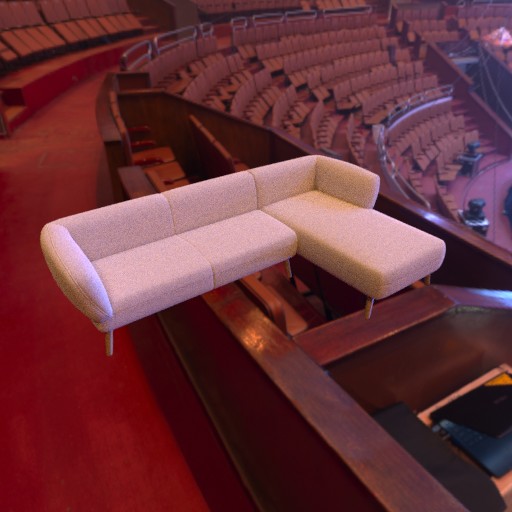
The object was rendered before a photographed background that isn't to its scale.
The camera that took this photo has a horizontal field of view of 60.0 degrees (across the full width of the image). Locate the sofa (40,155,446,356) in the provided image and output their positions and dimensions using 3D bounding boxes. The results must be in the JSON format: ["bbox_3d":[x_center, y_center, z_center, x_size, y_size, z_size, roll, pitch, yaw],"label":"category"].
[{"bbox_3d":[0.000,0.000,3.280,2.660,0.730,1.610,-21,36,-31],"label":"sofa"}]
